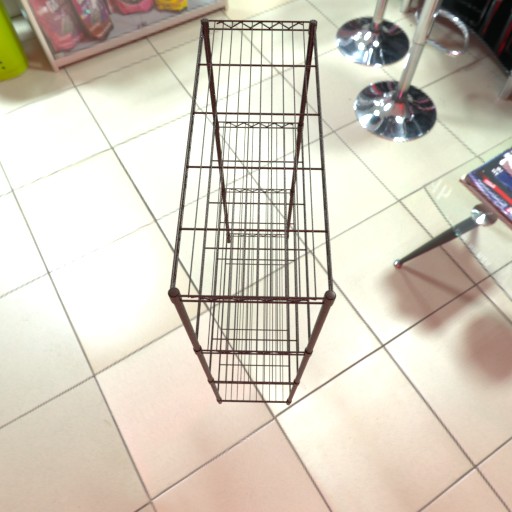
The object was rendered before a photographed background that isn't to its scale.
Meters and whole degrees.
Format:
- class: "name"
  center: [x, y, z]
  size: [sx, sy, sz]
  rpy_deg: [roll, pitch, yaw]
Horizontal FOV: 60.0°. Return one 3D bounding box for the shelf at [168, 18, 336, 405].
- class: "shelf"
  center: [0.000, 0.000, 1.729]
  size: [0.352, 1.361, 0.907]
  rpy_deg: [1, 63, 1]
